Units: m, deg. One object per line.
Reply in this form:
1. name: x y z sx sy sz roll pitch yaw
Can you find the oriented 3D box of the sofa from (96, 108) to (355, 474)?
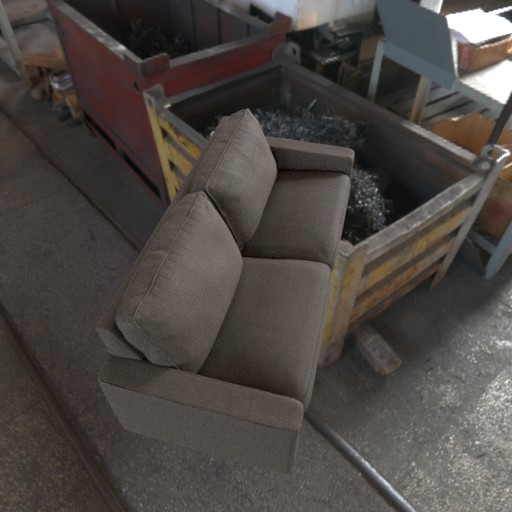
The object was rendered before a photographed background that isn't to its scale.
1. sofa: 0.000 0.000 2.621 0.940 0.919 2.080 11 48 10
